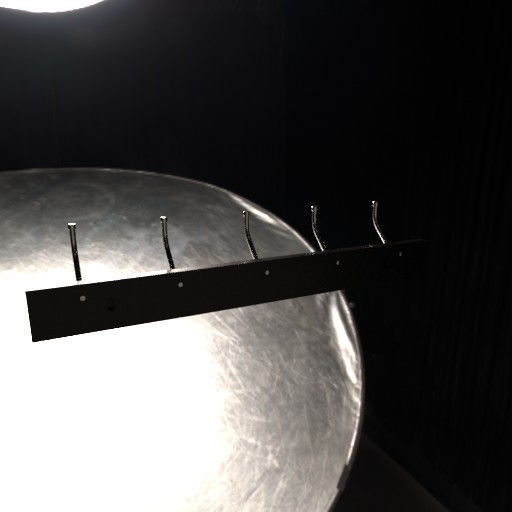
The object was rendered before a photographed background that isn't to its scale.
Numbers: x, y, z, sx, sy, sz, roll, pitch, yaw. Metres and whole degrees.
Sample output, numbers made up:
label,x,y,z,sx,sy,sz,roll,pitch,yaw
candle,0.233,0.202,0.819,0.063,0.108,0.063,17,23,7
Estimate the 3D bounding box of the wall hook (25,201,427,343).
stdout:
label,x,y,z,sx,sy,sz,roll,pitch,yaw
wall hook,0.000,0.000,0.616,0.571,0.117,0.071,-7,16,-25
